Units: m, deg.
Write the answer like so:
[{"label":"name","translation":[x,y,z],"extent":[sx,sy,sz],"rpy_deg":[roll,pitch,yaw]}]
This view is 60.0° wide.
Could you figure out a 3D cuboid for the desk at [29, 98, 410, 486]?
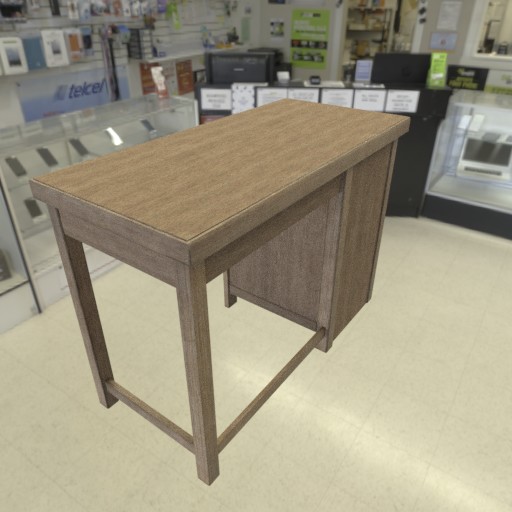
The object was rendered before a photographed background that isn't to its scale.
[{"label":"desk","translation":[0.000,0.000,1.744],"extent":[0.610,0.912,1.289],"rpy_deg":[21,37,31]}]
